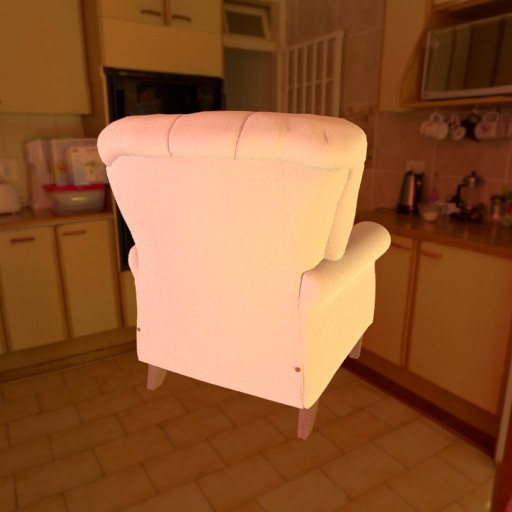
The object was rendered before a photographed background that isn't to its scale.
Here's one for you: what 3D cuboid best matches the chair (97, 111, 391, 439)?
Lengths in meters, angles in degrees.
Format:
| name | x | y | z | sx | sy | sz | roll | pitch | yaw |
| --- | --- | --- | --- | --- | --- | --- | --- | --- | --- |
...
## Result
| name | x | y | z | sx | sy | sz | roll | pitch | yaw |
| --- | --- | --- | --- | --- | --- | --- | --- | --- | --- |
| chair | 0.000 | 0.000 | 2.035 | 1.090 | 1.217 | 1.128 | 8 | 16 | 27 |
